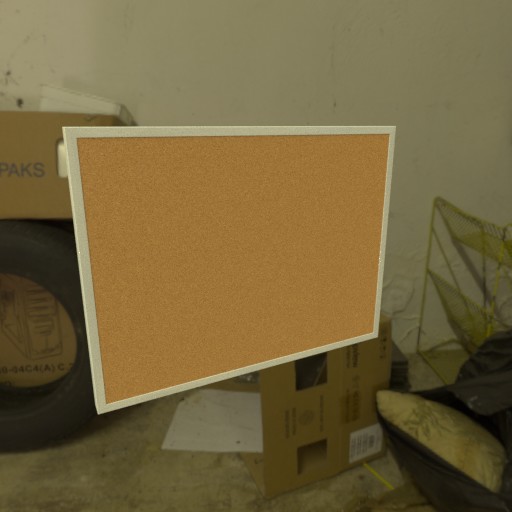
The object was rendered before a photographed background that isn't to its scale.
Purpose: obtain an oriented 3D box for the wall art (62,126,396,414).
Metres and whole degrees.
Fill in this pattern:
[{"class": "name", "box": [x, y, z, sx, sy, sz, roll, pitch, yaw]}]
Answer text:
[{"class": "wall art", "box": [0.000, 0.000, 1.404, 1.041, 0.787, 0.053, -8, 18, -26]}]
